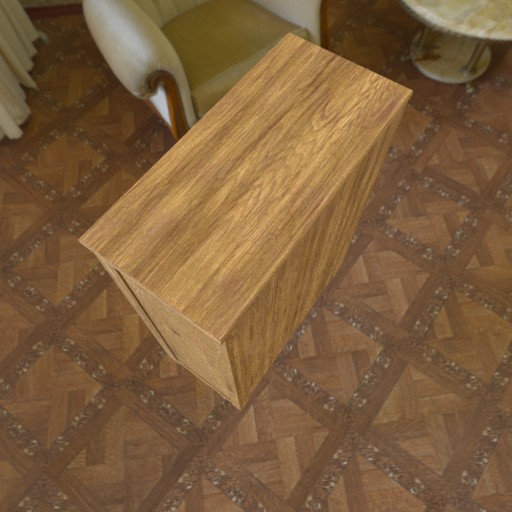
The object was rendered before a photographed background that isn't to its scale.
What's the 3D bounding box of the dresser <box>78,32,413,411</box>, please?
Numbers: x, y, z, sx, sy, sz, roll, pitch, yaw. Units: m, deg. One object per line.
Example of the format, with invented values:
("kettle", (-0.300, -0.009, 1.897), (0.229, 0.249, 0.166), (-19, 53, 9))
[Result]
("dresser", (0.000, 0.000, 2.031), (0.558, 1.431, 1.081), (33, 68, 15))
